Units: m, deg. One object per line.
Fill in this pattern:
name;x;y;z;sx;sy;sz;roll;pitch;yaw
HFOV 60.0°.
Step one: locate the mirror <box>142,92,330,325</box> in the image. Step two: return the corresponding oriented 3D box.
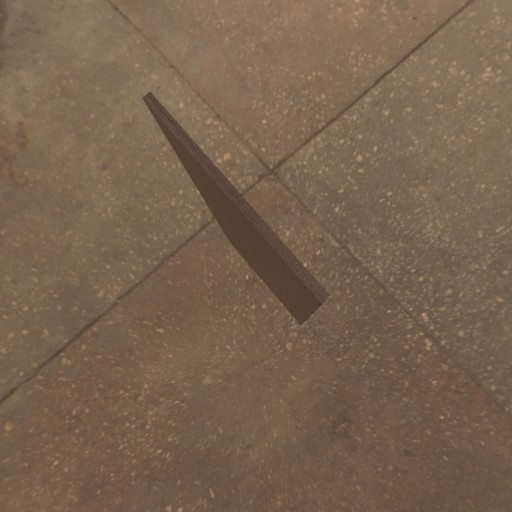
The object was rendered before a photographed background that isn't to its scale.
mirror;0.000;0.000;2.260;0.221;2.020;0.812;-39;79;-9
